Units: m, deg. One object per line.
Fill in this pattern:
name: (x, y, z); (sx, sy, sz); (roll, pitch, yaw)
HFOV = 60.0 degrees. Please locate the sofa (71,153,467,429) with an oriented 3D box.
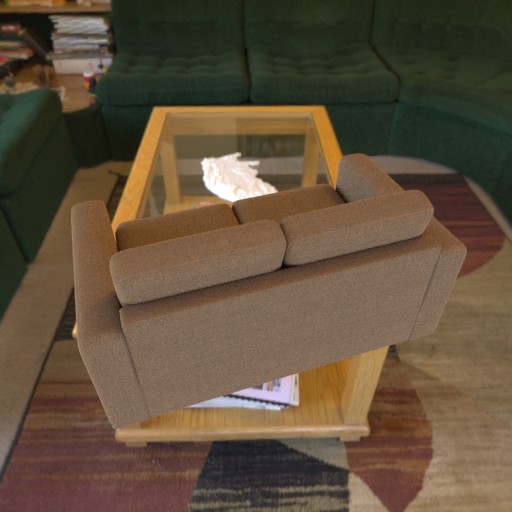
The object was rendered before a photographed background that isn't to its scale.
sofa: (0.000, 0.000, 2.020); (1.520, 0.800, 0.900); (-13, 43, -14)
